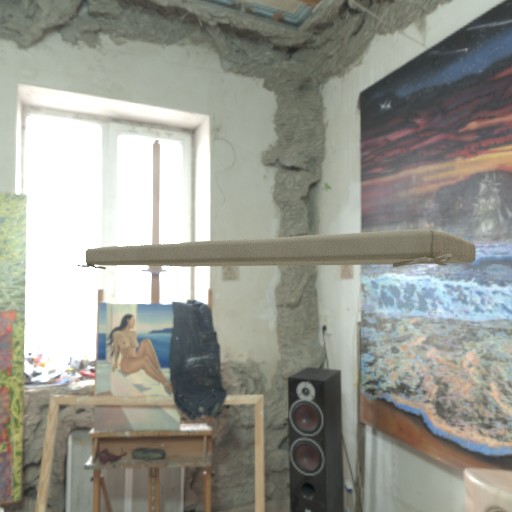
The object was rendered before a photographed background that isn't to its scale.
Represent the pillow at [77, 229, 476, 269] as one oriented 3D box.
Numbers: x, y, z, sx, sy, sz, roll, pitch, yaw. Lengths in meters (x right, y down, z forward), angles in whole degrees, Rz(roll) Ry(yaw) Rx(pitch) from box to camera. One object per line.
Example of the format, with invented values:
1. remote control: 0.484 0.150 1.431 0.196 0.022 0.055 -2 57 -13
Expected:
1. pillow: 0.000 0.000 1.351 1.187 0.081 0.492 -2 -3 35
